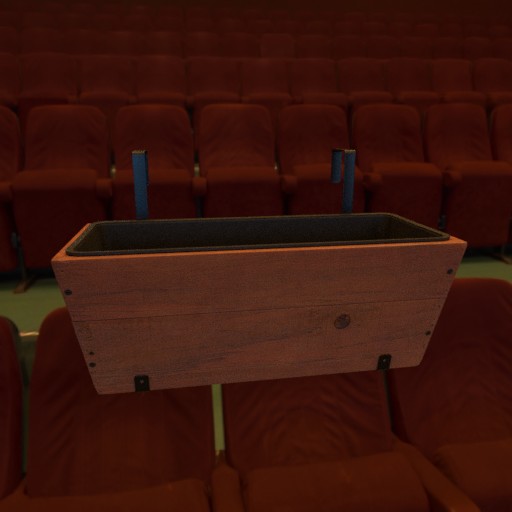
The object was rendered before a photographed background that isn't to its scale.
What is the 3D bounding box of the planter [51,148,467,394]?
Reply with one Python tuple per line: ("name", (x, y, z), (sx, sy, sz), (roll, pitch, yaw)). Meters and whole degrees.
("planter", (0.000, 0.000, 0.636), (0.480, 0.289, 0.262), (-3, 16, -9))
